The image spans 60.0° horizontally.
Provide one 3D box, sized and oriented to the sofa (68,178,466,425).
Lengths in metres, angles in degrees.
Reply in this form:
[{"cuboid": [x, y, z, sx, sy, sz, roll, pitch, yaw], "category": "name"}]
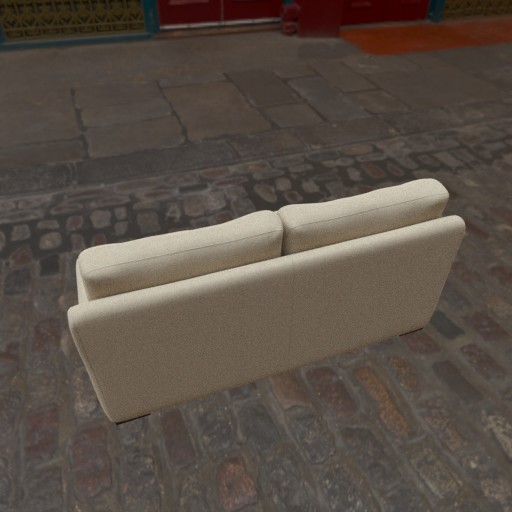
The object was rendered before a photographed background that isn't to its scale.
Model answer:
[{"cuboid": [0.000, 0.000, 2.448, 1.885, 0.967, 0.962, -13, 41, -15], "category": "sofa"}]
